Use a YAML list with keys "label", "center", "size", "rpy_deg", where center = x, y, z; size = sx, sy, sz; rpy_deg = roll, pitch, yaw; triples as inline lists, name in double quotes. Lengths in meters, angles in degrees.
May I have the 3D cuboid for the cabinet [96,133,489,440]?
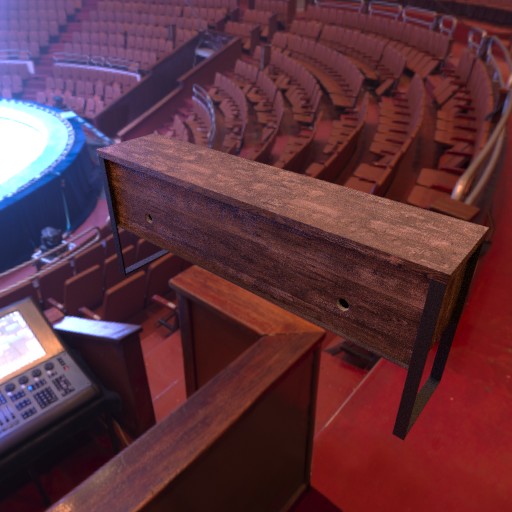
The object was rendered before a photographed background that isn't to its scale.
- label: "cabinet"
  center: [0.000, 0.000, 2.109]
  size: [1.800, 0.762, 0.395]
  rpy_deg: [24, 39, 33]
